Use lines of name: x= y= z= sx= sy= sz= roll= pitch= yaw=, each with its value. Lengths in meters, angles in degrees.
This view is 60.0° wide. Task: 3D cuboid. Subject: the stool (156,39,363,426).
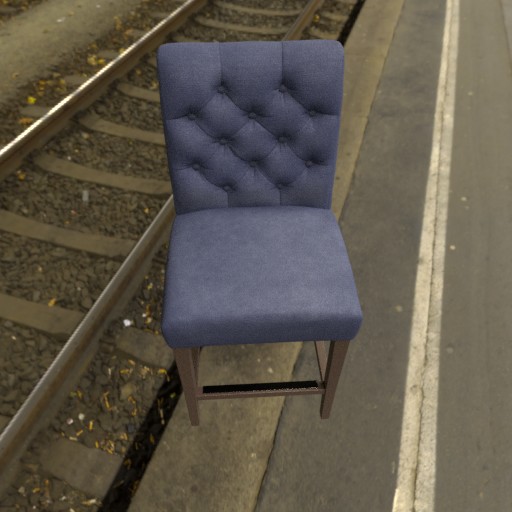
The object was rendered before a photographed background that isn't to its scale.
stool: x=0.000 y=0.000 z=1.290 sx=0.493 sy=1.010 sz=0.601 roll=-2 pitch=47 yaw=-2
